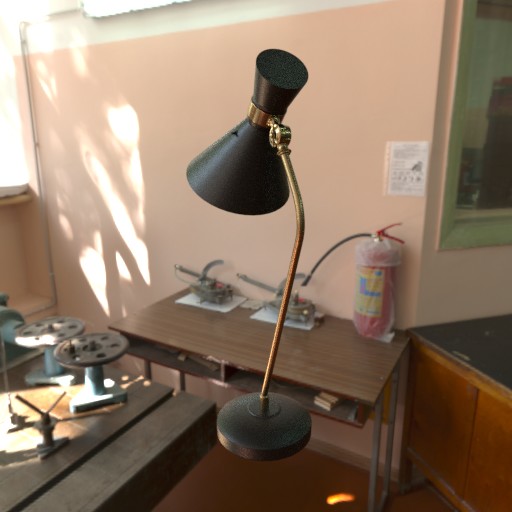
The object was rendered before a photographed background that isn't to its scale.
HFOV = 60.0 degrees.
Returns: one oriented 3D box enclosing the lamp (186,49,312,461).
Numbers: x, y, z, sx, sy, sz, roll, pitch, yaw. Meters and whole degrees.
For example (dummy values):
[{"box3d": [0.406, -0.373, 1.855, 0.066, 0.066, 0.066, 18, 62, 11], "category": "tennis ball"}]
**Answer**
[{"box3d": [0.000, 0.000, 0.769, 0.189, 0.647, 0.292, -7, 16, -26], "category": "lamp"}]
